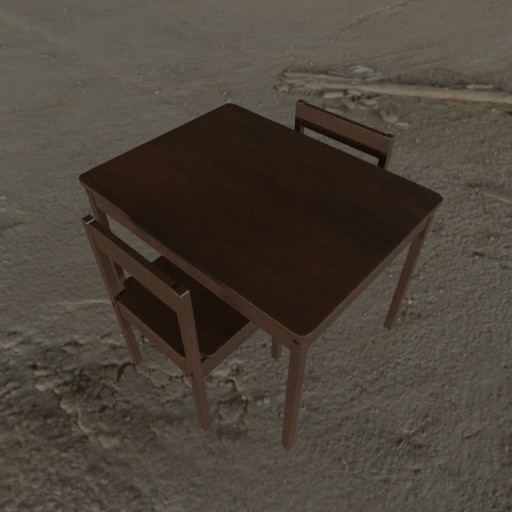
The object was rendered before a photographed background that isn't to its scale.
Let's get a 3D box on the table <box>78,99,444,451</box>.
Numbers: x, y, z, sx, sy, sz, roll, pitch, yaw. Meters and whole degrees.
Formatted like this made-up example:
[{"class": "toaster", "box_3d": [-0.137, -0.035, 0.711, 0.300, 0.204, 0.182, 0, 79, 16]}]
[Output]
[{"class": "table", "box_3d": [0.000, 0.000, 1.120, 0.650, 0.503, 0.672, 33, 53, 28]}]
